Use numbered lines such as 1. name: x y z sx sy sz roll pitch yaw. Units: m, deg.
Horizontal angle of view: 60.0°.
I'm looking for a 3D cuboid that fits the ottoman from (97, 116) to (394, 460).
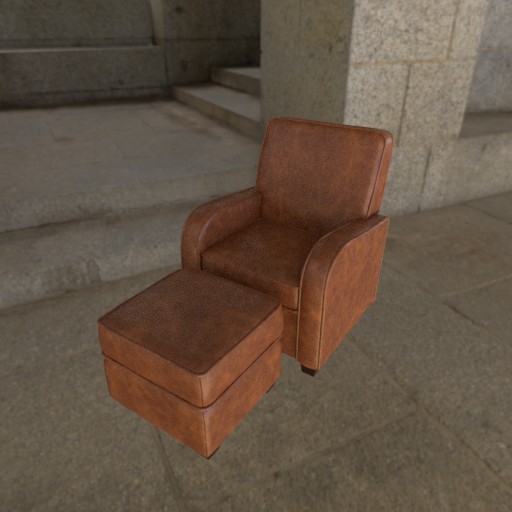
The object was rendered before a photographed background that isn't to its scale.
1. ottoman: 0.000 0.000 1.868 0.732 0.904 1.314 18 33 29
